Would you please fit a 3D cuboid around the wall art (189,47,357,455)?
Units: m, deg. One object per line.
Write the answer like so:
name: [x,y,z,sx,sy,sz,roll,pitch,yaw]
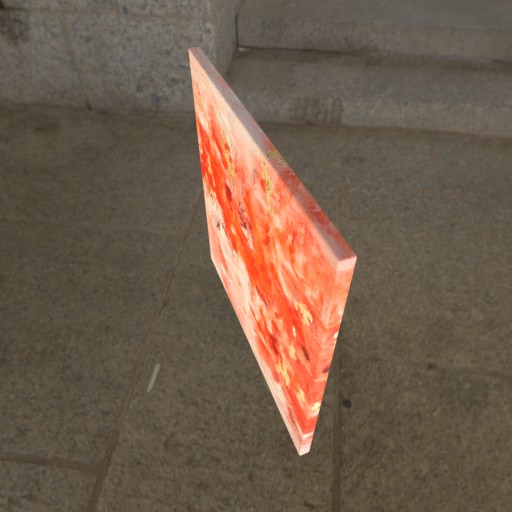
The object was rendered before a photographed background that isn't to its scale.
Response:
wall art: [0.000,0.000,1.307,0.066,0.878,0.878,-16,49,-15]
